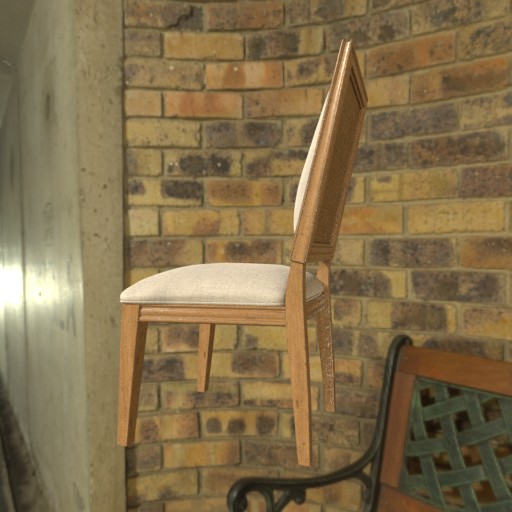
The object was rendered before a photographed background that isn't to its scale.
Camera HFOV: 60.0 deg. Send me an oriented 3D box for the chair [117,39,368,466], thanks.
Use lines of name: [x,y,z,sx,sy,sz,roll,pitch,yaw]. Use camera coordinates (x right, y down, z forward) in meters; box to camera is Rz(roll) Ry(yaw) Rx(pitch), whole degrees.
chair: [0.000,0.000,1.294,0.601,0.988,0.536,0,1,19]
